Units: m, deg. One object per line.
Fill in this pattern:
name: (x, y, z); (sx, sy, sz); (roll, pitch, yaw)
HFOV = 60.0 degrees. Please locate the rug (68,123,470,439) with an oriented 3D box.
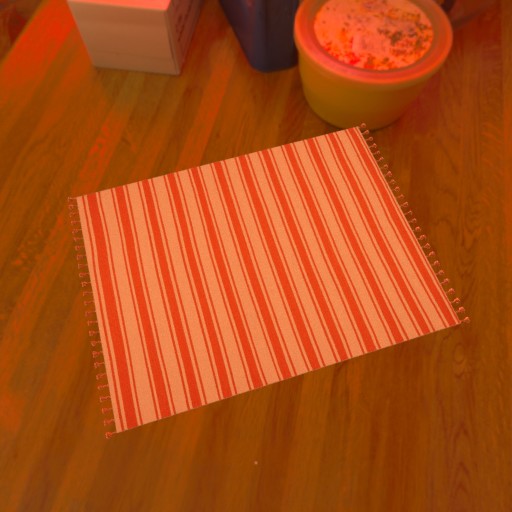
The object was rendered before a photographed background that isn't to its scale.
rug: (0.000, 0.000, 4.354); (3.369, 0.035, 2.451); (-16, 66, -7)
